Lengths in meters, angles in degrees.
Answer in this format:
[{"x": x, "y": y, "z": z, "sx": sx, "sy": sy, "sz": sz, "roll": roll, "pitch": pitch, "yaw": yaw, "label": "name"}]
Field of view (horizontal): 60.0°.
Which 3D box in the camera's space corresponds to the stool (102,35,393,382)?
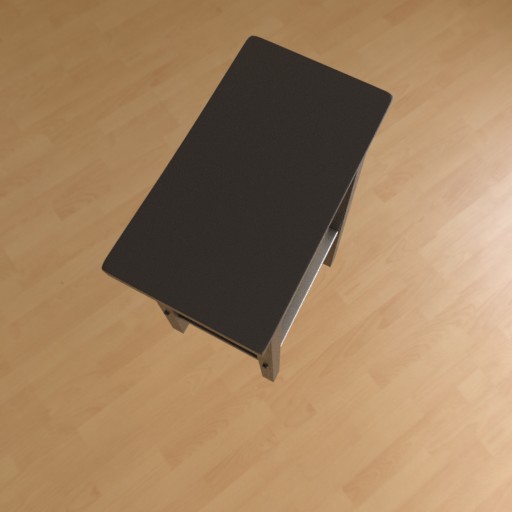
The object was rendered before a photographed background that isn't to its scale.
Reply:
[{"x": 0.000, "y": 0.000, "z": 0.942, "sx": 0.322, "sy": 0.742, "sz": 0.406, "roll": 27, "pitch": 75, "yaw": 8, "label": "stool"}]
